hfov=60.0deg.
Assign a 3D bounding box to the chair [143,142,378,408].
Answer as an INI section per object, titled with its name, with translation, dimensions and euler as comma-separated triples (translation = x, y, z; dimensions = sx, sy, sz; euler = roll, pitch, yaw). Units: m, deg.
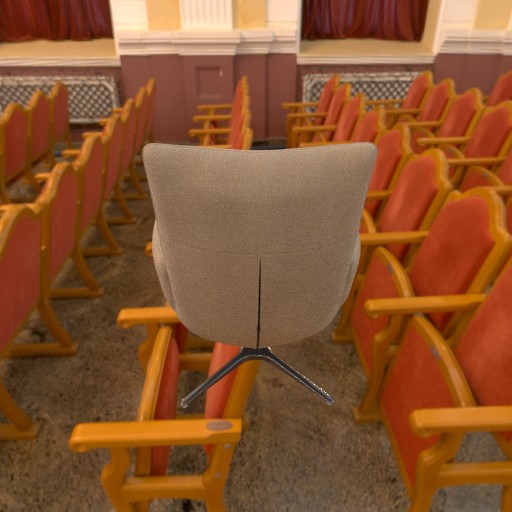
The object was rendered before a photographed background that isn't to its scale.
[chair]
translation = 0.000, 0.000, 1.576
dimensions = 0.711, 1.016, 0.889
euler = -1, 30, -1
